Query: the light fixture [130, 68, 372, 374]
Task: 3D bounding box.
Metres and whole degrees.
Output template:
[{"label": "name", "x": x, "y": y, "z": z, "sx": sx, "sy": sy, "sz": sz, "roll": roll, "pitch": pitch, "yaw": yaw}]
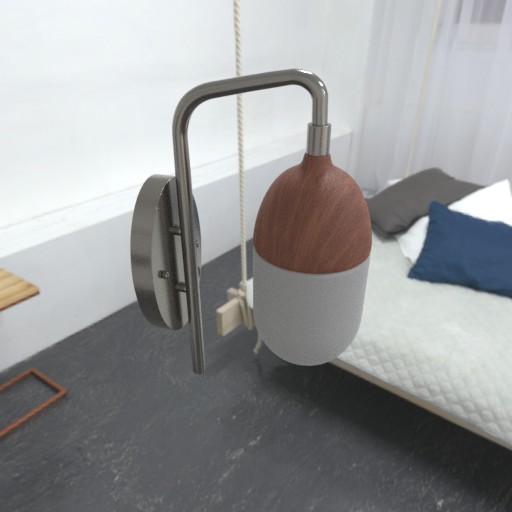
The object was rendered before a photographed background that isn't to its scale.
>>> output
[{"label": "light fixture", "x": 0.000, "y": 0.000, "z": 0.435, "sx": 0.216, "sy": 0.343, "sz": 0.108, "roll": 9, "pitch": 30, "yaw": 16}]
